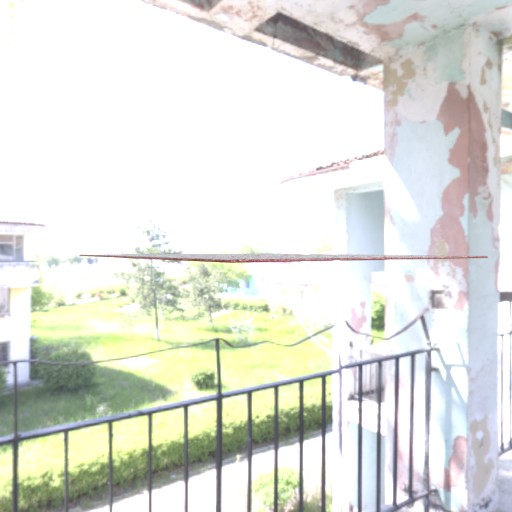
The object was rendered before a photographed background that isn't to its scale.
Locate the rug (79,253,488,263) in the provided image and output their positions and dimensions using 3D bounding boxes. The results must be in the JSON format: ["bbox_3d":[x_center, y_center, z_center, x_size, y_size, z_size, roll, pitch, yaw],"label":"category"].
[{"bbox_3d":[0.000,0.000,4.123,2.441,0.016,3.050,-1,1,-35],"label":"rug"}]
